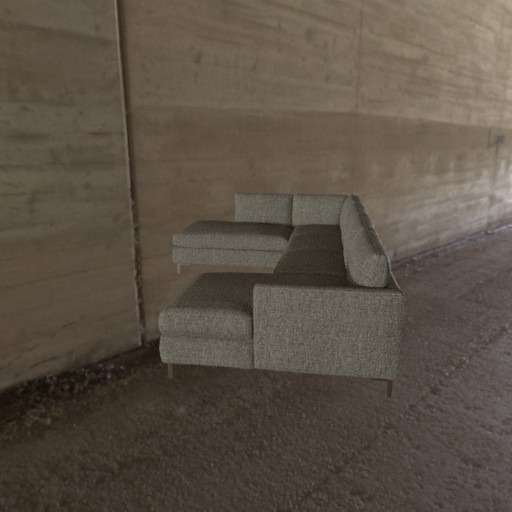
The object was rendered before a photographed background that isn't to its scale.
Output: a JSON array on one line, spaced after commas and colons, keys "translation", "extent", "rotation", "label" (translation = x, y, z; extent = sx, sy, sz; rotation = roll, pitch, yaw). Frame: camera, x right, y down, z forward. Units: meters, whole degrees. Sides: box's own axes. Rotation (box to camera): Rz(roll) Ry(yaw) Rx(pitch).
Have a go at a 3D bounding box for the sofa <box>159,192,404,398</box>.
[{"translation": [0.000, 0.000, 3.578], "extent": [1.879, 0.756, 2.737], "rotation": [2, 15, 9], "label": "sofa"}]
